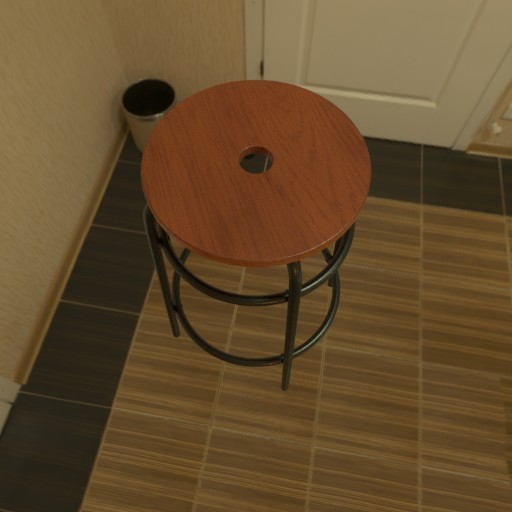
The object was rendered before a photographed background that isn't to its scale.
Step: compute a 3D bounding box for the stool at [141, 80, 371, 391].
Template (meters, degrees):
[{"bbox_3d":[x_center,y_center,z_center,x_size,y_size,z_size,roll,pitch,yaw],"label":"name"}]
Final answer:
[{"bbox_3d":[0.000,0.000,0.917,0.455,0.610,0.455,-17,64,-9],"label":"stool"}]
